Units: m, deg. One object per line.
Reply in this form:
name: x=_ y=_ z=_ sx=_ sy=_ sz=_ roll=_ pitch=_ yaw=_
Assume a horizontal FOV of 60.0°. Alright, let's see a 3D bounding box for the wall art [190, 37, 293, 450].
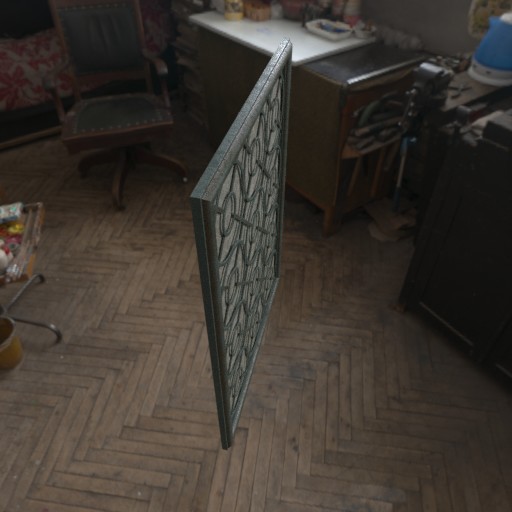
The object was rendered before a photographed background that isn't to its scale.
wall art: x=0.000 y=0.000 z=1.319 sx=0.030 sy=0.983 sz=0.767 roll=10 pitch=45 yaw=10
